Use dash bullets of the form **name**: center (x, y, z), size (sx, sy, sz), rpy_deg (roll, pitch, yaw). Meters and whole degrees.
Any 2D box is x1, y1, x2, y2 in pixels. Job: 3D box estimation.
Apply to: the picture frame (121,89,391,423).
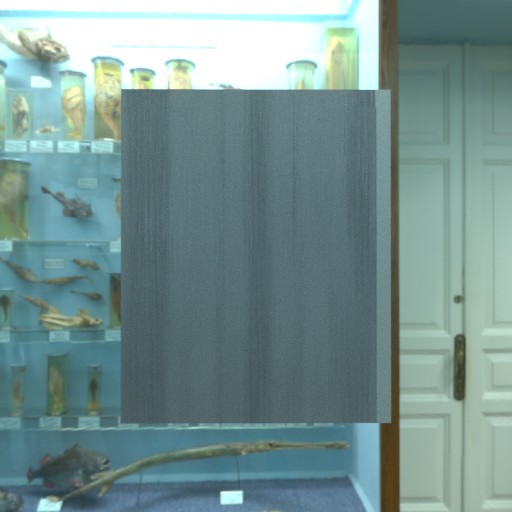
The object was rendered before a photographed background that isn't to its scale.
- **picture frame**: center (0.000, 0.000, 0.760), size (0.449, 0.555, 0.046), rpy_deg (0, 0, 0)
